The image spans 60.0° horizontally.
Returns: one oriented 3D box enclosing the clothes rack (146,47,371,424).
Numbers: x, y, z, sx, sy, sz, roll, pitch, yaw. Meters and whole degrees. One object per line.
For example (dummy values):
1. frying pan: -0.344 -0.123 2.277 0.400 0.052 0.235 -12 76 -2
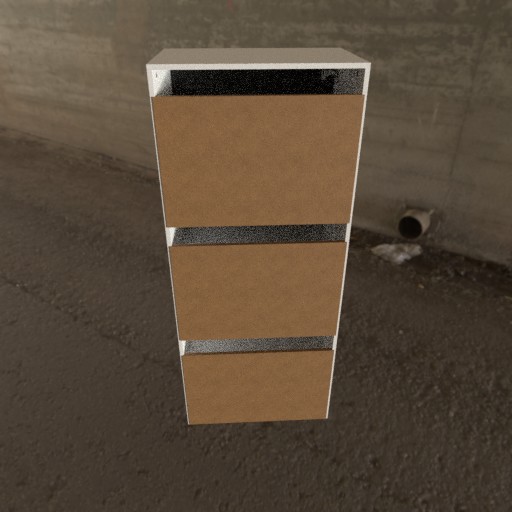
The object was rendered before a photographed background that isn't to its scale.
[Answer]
1. clothes rack: 0.000 0.000 1.427 0.500 1.187 0.330 -2 31 -3
